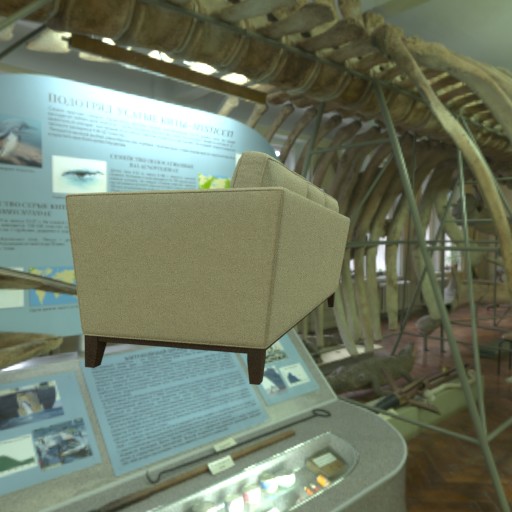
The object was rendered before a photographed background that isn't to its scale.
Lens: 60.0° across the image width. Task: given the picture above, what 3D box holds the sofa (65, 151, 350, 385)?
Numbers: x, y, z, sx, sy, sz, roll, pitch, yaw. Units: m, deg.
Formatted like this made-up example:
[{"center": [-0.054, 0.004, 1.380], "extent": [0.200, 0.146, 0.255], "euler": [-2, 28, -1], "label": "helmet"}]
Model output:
[{"center": [0.000, 0.000, 2.881], "extent": [0.965, 0.940, 2.388], "euler": [1, 2, 18], "label": "sofa"}]
